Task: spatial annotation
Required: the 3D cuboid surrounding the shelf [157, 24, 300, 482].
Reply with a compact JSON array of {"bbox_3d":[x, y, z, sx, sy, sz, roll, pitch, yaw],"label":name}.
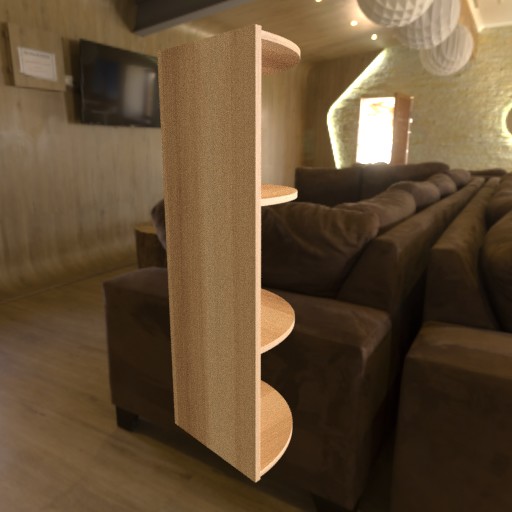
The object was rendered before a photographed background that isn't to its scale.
[{"bbox_3d":[0.000,0.000,1.020,0.290,0.872,0.290,-13,19,-43],"label":"shelf"}]
